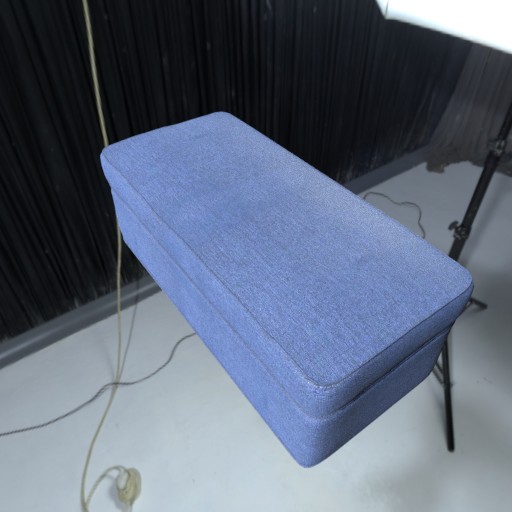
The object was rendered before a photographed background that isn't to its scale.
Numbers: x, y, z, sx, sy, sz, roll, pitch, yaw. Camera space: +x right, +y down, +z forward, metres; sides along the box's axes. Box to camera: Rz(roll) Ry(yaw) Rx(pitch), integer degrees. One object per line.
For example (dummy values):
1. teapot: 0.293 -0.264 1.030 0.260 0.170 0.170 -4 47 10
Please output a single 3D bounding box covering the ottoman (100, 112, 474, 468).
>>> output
1. ottoman: 0.000 0.000 1.373 0.515 0.460 1.110 -26 49 -26
